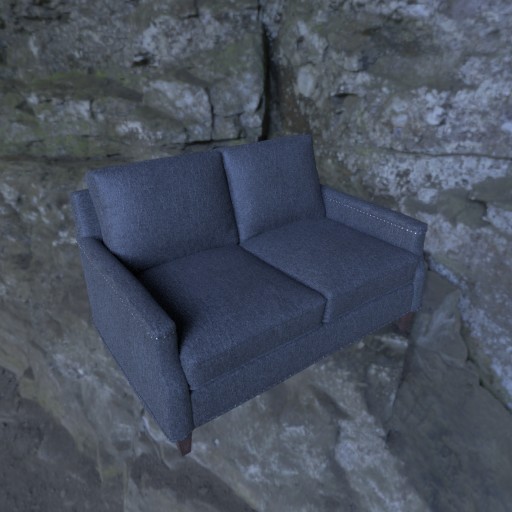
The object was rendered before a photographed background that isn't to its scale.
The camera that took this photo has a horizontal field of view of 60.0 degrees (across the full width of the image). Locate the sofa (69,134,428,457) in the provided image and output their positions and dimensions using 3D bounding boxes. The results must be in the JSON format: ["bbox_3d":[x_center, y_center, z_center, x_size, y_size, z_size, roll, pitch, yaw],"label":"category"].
[{"bbox_3d":[0.000,0.000,2.335,1.597,1.003,1.084,-19,33,-31],"label":"sofa"}]
